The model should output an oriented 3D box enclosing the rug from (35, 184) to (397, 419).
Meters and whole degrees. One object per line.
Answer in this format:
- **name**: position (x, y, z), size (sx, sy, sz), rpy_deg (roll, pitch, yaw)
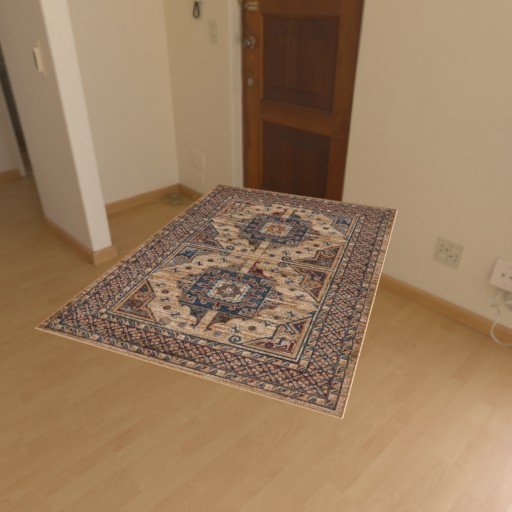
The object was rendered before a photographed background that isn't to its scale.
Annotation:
- **rug**: position (0.000, 0.000, 2.954), size (1.611, 0.008, 2.227), rpy_deg (11, 32, 18)
